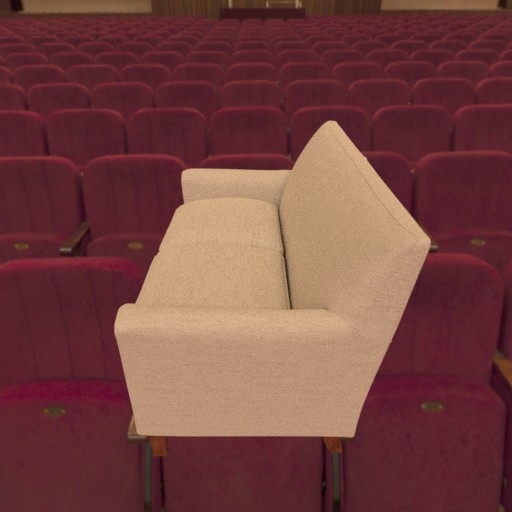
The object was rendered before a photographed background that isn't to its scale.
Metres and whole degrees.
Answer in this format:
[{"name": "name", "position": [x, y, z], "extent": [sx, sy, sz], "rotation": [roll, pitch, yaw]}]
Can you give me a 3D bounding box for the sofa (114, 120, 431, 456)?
[{"name": "sofa", "position": [0.000, 0.000, 1.968], "extent": [0.891, 0.892, 1.482], "rotation": [0, 28, 0]}]
